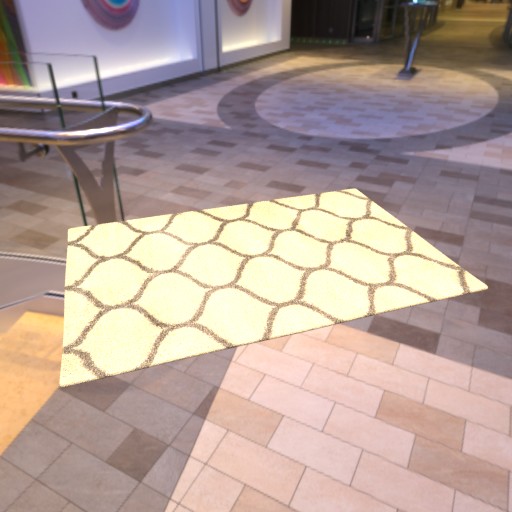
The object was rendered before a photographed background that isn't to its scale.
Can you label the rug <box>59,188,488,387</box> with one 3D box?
[{"bbox_3d":[0.000,0.000,3.335,2.701,0.026,1.801,-10,33,-16],"label":"rug"}]
